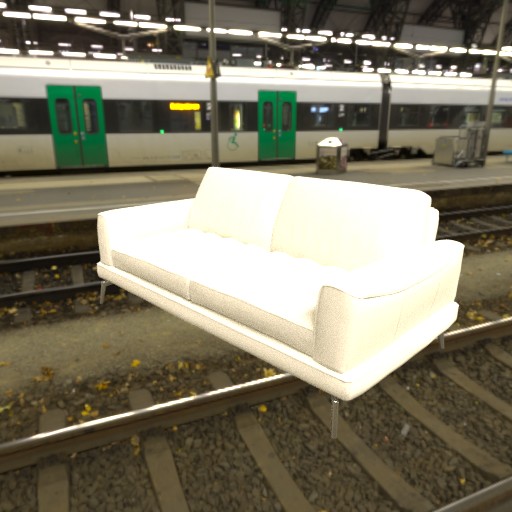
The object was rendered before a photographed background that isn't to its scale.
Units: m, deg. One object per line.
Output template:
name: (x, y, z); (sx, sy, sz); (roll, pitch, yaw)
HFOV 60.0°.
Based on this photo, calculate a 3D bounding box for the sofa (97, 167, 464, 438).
sofa: (0.000, 0.000, 2.747); (1.121, 0.930, 2.177); (-16, 23, -42)
